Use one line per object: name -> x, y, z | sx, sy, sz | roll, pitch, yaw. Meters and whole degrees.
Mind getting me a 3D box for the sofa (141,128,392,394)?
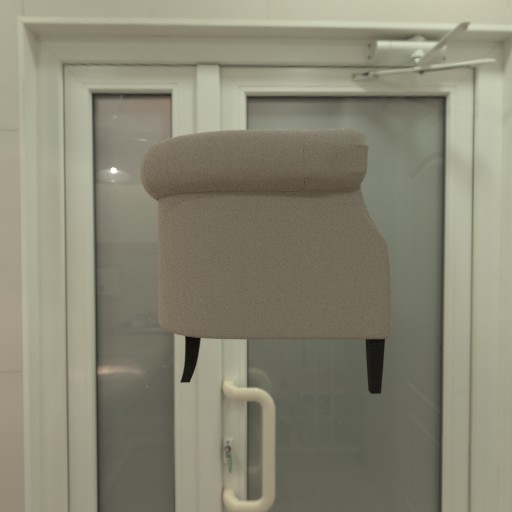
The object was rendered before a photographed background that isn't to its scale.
sofa -> 0.000, 0.000, 2.056 | 0.835, 0.827, 1.558 | 0, 2, -1
